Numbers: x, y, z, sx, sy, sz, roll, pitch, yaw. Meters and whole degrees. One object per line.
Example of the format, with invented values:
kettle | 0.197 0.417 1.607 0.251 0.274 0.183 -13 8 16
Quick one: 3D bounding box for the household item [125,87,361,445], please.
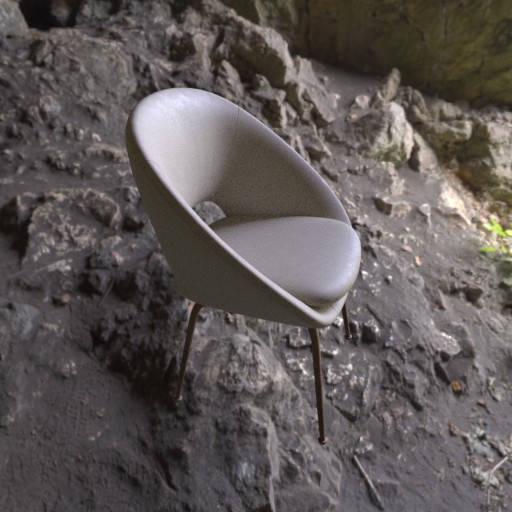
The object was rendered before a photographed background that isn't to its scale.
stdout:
household item | 0.000 0.000 1.254 0.573 0.852 0.623 10 33 16
